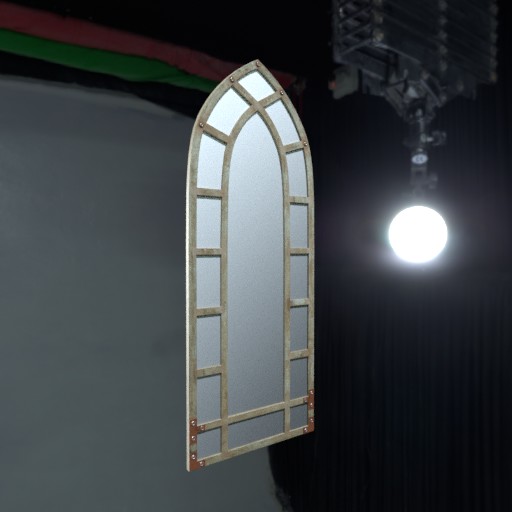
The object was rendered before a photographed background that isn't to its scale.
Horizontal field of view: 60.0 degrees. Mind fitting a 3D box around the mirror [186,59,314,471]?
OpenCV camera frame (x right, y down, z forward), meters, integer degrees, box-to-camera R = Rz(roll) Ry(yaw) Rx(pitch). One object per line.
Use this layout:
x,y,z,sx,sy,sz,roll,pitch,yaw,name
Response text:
0.000,0.000,1.344,0.464,1.175,0.025,-1,1,-36,mirror
